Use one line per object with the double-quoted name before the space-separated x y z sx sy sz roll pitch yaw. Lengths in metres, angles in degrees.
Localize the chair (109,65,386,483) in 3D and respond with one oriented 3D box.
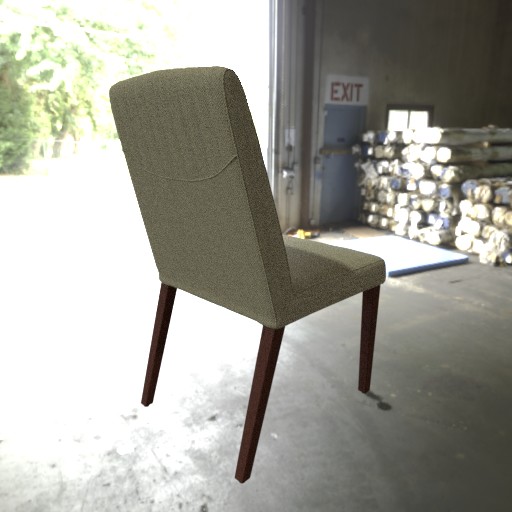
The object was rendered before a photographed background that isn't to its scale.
"chair" 0.000 0.000 1.216 0.594 0.900 0.480 -15 21 -43
